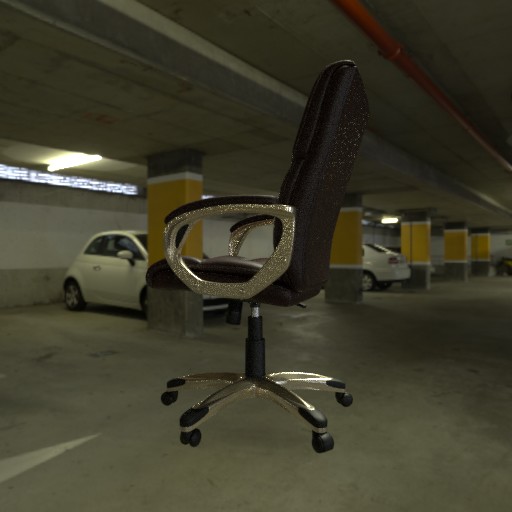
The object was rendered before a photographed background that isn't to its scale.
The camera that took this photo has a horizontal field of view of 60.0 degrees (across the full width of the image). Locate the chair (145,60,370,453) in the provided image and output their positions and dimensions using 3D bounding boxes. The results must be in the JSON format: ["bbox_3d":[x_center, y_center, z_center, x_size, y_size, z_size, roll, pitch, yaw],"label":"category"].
[{"bbox_3d":[0.000,0.000,1.538,0.739,1.107,0.662,0,0,19],"label":"chair"}]
